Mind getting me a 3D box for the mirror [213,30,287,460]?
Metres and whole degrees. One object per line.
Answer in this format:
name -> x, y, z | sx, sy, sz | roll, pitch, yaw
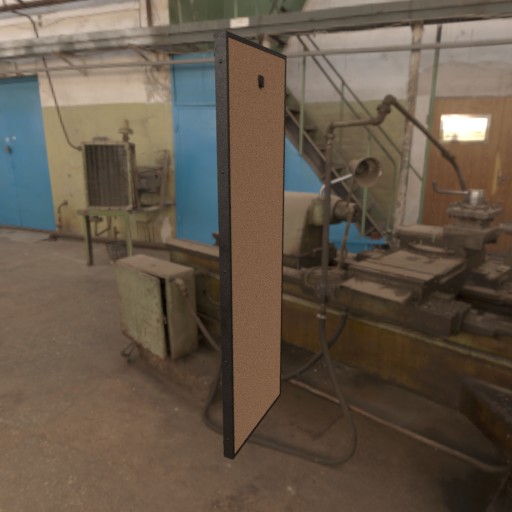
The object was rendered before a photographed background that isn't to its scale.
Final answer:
mirror -> 0.000, 0.000, 1.233 | 0.042, 1.080, 0.354 | 7, 17, 24
